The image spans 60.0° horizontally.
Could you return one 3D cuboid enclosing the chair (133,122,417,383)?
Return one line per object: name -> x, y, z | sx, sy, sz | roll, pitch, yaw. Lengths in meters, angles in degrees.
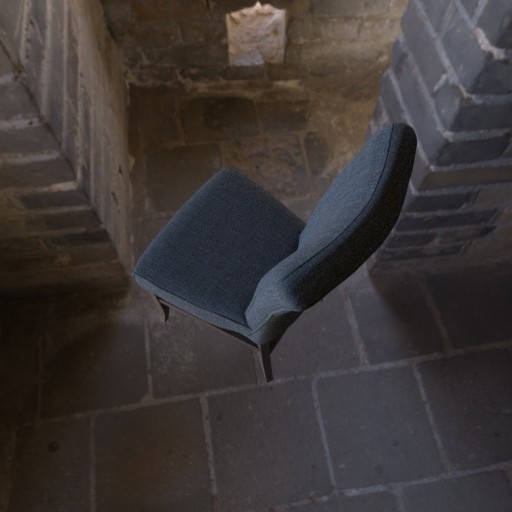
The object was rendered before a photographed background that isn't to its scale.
chair -> 0.000, 0.000, 1.385 | 0.660, 0.991, 0.520 | 31, 66, 15
